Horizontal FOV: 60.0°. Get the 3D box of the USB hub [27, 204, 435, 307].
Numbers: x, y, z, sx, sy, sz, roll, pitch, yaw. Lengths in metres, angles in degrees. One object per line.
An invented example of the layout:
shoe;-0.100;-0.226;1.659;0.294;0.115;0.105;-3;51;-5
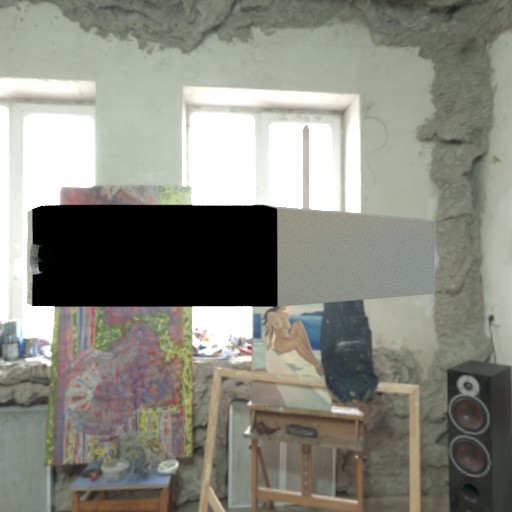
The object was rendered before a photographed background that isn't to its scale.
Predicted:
USB hub;0.000;0.000;0.124;0.110;0.023;0.044;0;0;-36
